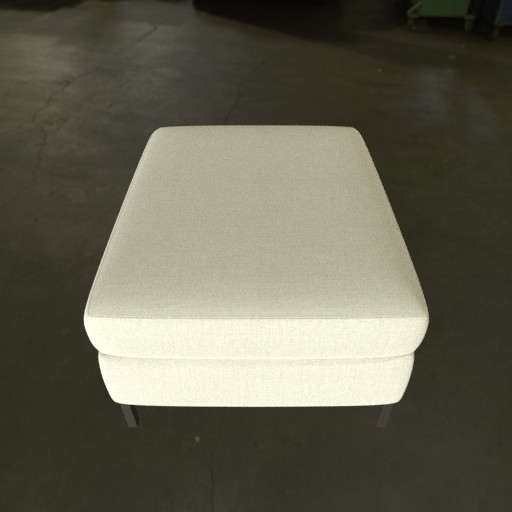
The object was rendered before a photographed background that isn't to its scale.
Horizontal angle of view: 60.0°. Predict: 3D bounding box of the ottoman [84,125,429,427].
[{"bbox_3d":[0.000,0.000,1.197,0.657,0.453,0.794,0,42,0],"label":"ottoman"}]
